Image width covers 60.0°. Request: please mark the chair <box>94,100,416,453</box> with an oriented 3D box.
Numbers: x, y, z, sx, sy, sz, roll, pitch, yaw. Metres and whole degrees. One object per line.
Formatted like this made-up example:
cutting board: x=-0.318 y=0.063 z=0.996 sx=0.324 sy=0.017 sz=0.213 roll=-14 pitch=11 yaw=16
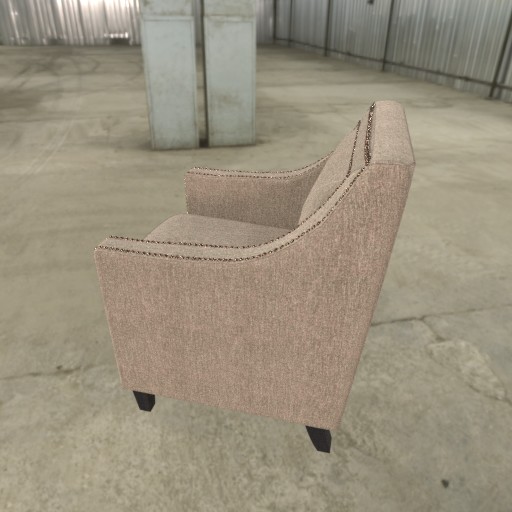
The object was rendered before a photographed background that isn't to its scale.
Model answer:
chair: x=0.000 y=0.000 z=1.565 sx=0.884 sy=0.967 sz=0.776 roll=7 pitch=30 yaw=12
